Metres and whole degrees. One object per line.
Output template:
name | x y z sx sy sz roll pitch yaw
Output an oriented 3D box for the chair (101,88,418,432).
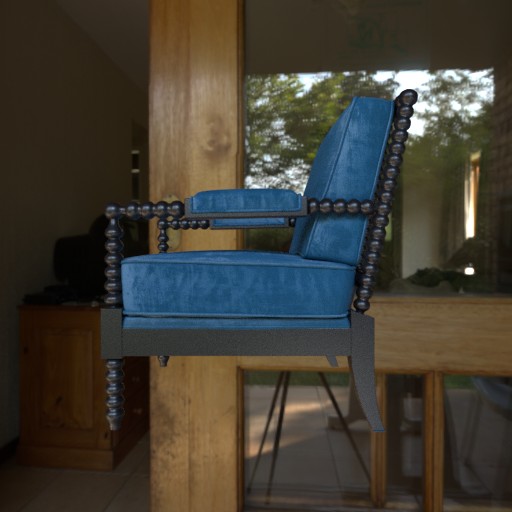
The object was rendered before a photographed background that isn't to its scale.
chair | 0.000 0.000 1.405 0.805 0.857 0.688 0 1 0
